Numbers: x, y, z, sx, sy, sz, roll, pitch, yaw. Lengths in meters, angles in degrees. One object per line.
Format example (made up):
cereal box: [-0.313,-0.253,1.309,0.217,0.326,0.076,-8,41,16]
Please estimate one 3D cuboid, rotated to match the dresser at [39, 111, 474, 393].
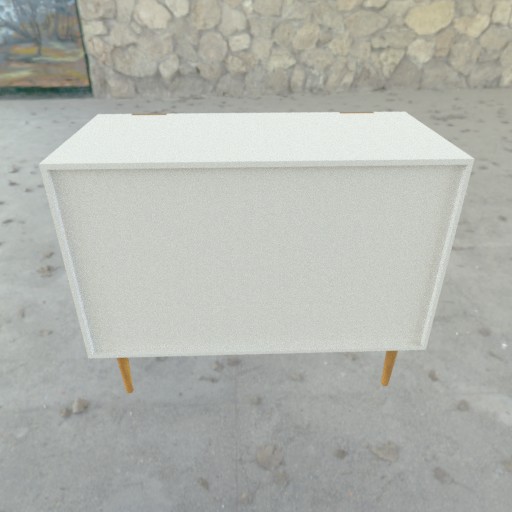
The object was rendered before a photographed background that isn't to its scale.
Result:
dresser: [0.000,0.000,1.299,0.905,0.721,0.457,-1,30,-2]
